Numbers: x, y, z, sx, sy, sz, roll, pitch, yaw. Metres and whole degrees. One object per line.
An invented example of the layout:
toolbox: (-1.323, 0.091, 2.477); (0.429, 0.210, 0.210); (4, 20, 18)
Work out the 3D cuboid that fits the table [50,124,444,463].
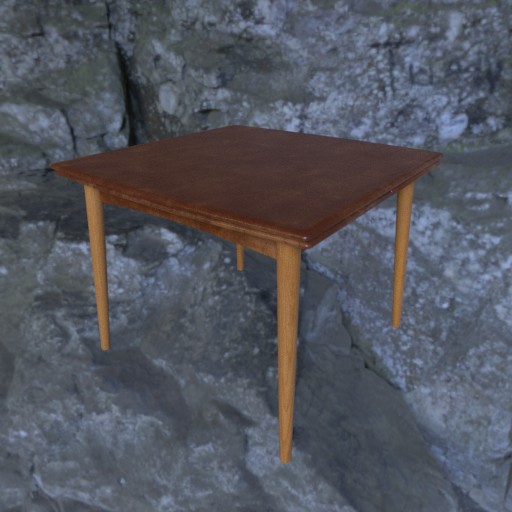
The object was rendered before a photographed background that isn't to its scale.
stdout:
table: (0.000, 0.000, 1.688); (0.991, 0.754, 0.991); (18, 31, 33)
